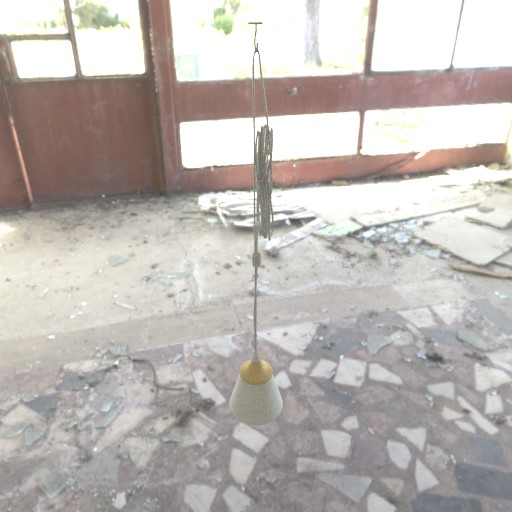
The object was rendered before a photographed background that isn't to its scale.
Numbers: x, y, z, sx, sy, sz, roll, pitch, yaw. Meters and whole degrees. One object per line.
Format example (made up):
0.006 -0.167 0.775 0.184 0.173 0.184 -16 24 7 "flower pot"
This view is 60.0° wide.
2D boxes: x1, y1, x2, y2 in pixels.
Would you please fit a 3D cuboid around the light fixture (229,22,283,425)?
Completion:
0.000 0.000 1.035 0.153 0.966 0.153 11 31 19 "light fixture"
